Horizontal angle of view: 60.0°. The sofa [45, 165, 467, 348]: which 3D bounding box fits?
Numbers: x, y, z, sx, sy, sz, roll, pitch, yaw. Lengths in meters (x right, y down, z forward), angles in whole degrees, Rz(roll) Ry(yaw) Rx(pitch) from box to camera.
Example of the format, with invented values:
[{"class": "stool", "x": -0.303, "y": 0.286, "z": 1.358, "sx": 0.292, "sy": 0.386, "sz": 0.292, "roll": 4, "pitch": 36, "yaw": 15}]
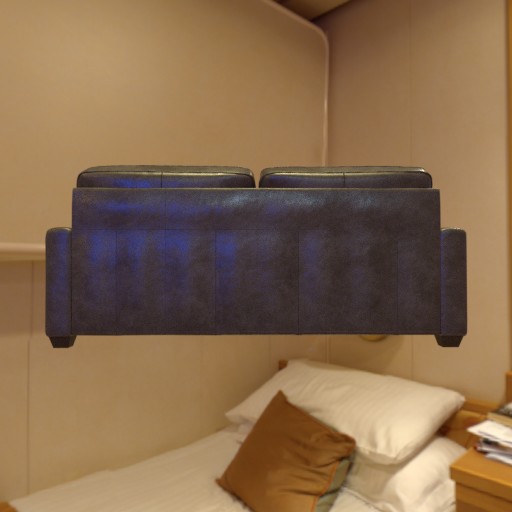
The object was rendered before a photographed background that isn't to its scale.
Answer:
[{"class": "sofa", "x": 0.000, "y": 0.000, "z": 2.609, "sx": 2.081, "sy": 0.916, "sz": 0.939, "roll": 0, "pitch": -1, "yaw": -1}]
